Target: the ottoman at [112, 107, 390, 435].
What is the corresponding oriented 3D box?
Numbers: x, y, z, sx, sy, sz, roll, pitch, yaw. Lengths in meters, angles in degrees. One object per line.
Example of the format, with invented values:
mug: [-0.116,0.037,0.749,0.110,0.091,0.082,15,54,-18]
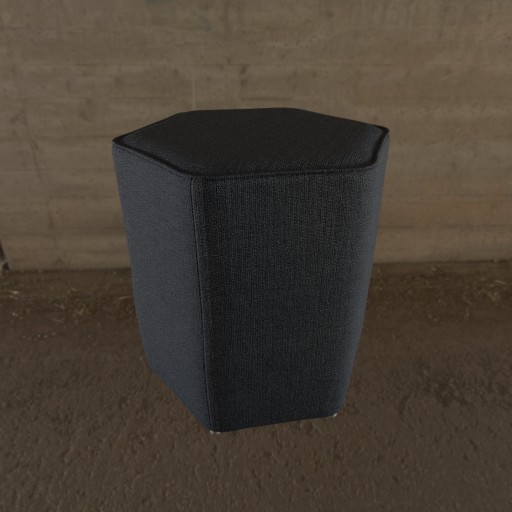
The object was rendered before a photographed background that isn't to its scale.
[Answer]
ottoman: [0.000,0.000,0.885,0.454,0.505,0.492,-20,34,-31]
